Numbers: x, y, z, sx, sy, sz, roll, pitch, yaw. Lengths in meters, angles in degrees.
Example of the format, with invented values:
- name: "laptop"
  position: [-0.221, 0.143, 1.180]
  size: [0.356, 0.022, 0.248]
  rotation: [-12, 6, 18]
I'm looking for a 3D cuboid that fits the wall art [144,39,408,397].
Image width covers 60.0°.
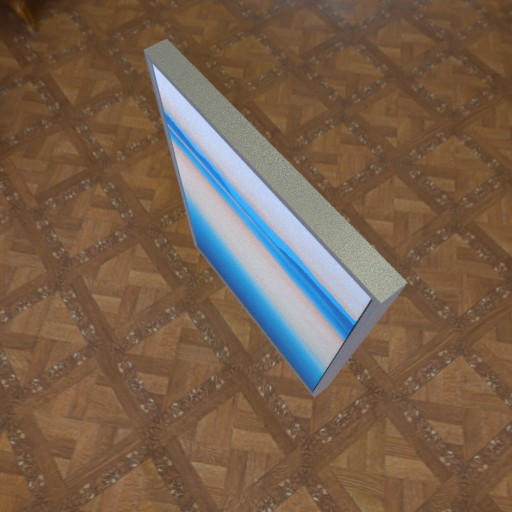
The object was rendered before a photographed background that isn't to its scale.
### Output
- name: "wall art"
  position: [0.000, 0.000, 0.765]
  size: [0.037, 0.554, 0.453]
  rotation: [-34, 68, -16]
